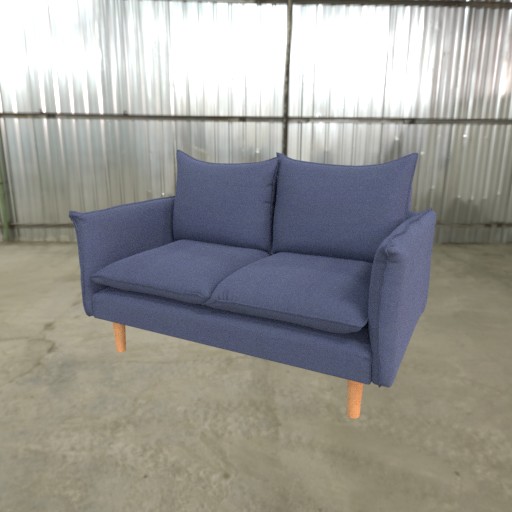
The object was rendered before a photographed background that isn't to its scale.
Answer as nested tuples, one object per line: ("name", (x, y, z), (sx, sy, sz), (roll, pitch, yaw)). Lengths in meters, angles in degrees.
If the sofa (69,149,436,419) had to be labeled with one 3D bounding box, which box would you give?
("sofa", (0.000, 0.000, 1.846), (1.300, 0.840, 0.820), (7, 17, 26))
